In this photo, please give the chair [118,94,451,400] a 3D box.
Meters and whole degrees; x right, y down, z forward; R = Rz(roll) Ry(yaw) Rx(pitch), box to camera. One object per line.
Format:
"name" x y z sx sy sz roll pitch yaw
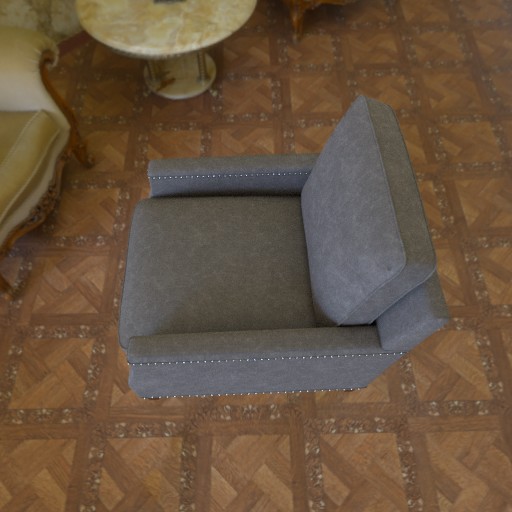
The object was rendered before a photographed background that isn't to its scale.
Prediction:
"chair" 0.000 0.000 1.664 1.014 0.948 0.853 -2 59 -1
